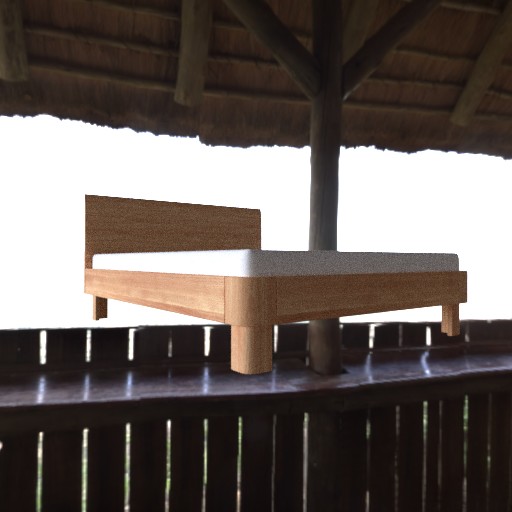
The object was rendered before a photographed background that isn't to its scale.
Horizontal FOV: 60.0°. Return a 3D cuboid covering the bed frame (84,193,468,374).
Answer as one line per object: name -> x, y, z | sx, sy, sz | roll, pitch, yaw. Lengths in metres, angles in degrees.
bed frame -> 0.000, 0.000, 2.984 | 1.660, 0.940, 2.092 | 0, -1, -37
